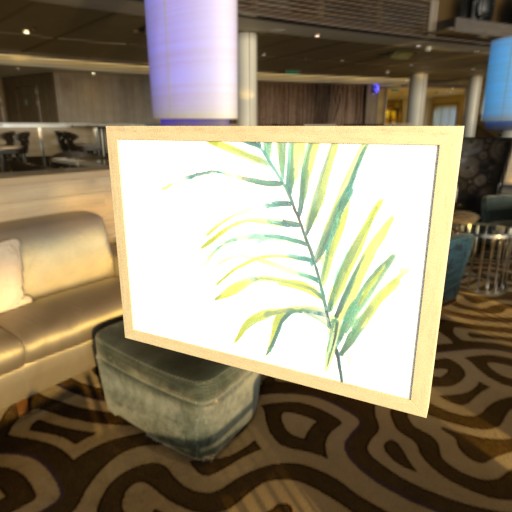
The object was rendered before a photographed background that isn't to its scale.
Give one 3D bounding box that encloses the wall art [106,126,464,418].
[{"bbox_3d":[0.000,0.000,0.675,0.532,0.380,0.032,8,18,25],"label":"wall art"}]
